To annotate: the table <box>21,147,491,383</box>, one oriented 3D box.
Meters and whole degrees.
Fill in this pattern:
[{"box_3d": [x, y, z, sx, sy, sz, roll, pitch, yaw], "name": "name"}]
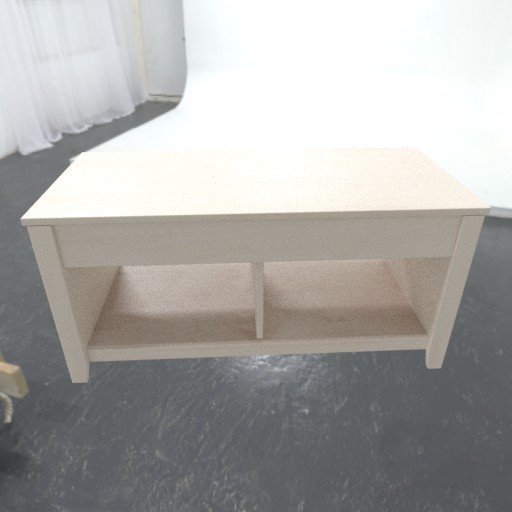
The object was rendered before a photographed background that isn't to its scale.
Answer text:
[{"box_3d": [0.000, 0.000, 1.273, 1.016, 0.483, 0.457, -2, 30, -3], "name": "table"}]
